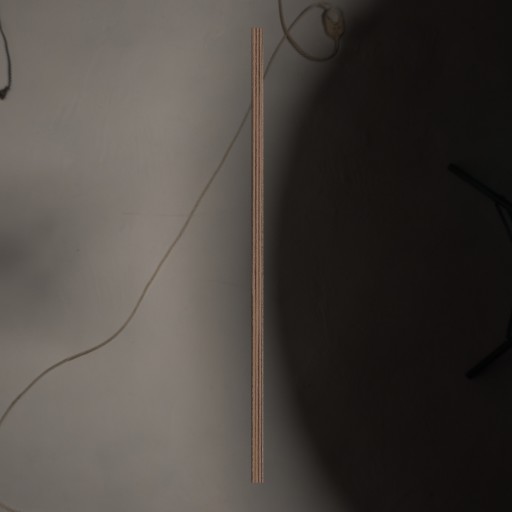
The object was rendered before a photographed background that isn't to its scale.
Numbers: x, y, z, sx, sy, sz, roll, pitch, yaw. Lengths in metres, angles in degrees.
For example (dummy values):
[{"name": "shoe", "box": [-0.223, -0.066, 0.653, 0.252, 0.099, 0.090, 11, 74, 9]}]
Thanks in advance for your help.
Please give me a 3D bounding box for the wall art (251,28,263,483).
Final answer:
[{"name": "wall art", "box": [0.000, 0.000, 0.698, 0.013, 0.406, 0.508, 0, 90, 0]}]
